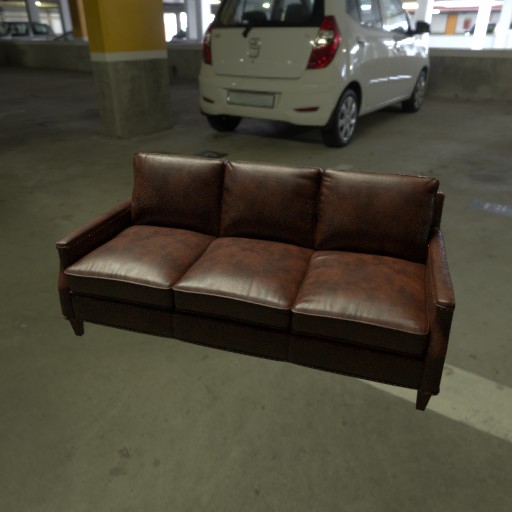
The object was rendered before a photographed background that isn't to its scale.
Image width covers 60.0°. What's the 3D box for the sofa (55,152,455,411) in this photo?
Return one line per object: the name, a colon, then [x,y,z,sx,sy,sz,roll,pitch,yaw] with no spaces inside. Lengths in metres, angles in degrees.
sofa: [0.000,0.000,2.777,2.240,1.003,1.084,8,28,15]
